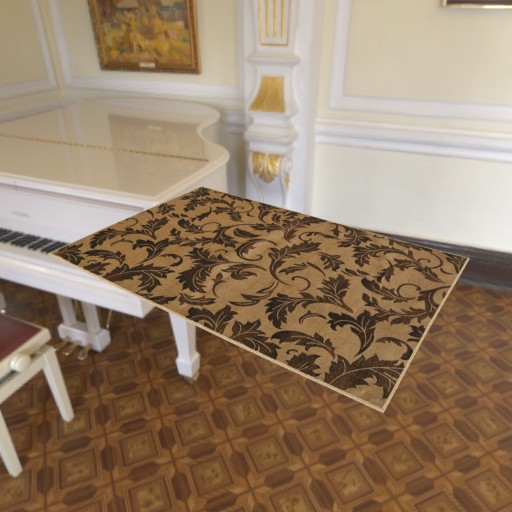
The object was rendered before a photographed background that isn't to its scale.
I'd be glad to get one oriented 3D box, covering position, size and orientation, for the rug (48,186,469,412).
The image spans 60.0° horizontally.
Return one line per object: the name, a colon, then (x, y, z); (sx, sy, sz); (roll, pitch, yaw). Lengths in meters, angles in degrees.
rug: (0.000, 0.000, 2.870); (2.284, 0.008, 1.522); (19, 35, 30)
